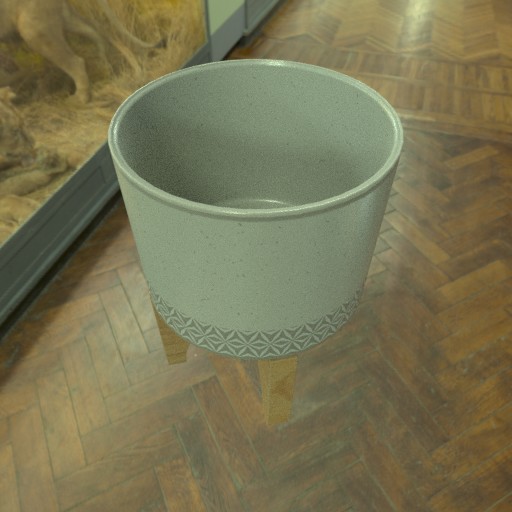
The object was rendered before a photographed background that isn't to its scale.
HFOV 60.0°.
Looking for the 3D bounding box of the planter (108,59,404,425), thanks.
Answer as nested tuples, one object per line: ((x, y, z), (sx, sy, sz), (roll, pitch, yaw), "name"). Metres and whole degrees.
((0.000, 0.000, 0.263), (0.130, 0.178, 0.130), (0, 46, 0), "planter")
